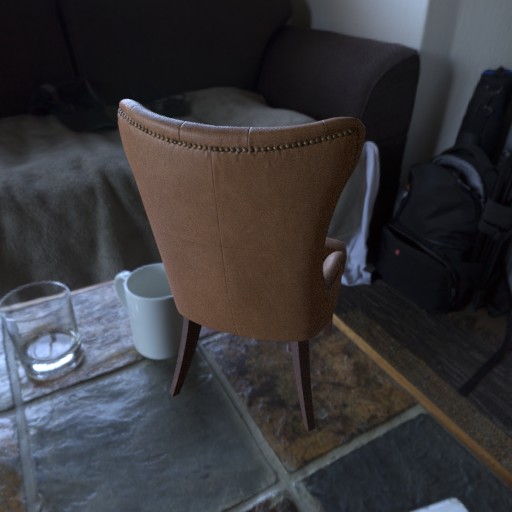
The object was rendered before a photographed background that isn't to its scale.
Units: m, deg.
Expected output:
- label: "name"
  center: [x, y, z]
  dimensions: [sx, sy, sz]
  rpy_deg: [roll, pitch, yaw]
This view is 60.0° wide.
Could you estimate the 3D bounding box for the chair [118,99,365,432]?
- label: "chair"
  center: [0.000, 0.000, 1.465]
  dimensions: [0.611, 1.065, 0.669]
  rpy_deg: [9, 34, 14]
